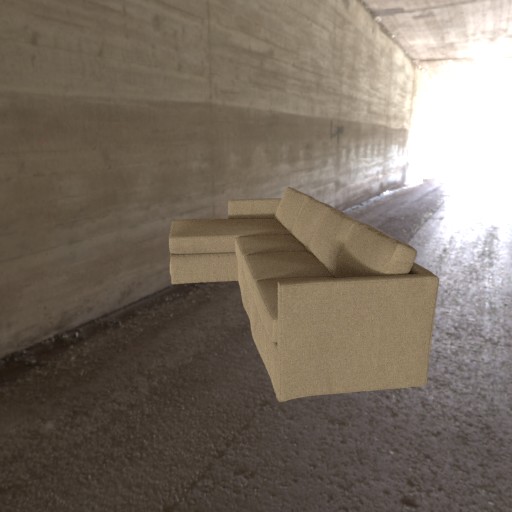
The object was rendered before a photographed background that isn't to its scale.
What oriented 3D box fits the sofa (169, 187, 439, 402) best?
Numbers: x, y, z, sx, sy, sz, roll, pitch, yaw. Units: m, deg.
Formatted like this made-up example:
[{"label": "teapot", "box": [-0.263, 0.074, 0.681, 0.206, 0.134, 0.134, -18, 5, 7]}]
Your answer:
[{"label": "sofa", "box": [0.000, 0.000, 3.966, 1.638, 0.920, 3.198, -2, 16, -8]}]
